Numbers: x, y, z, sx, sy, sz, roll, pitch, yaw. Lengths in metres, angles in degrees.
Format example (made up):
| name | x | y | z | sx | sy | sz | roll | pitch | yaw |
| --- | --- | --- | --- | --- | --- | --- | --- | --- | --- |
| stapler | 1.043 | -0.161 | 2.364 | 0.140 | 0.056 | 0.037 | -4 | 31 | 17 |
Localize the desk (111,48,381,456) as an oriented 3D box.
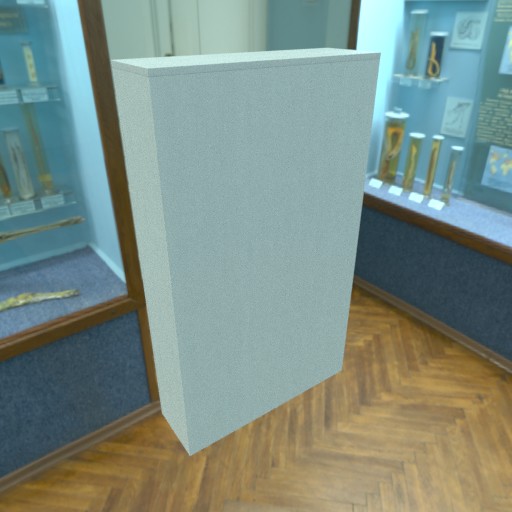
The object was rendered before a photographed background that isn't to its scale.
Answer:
| name | x | y | z | sx | sy | sz | roll | pitch | yaw |
| --- | --- | --- | --- | --- | --- | --- | --- | --- | --- |
| desk | 0.000 | 0.000 | 1.549 | 0.750 | 1.280 | 0.250 | -19 | 34 | -30 |
